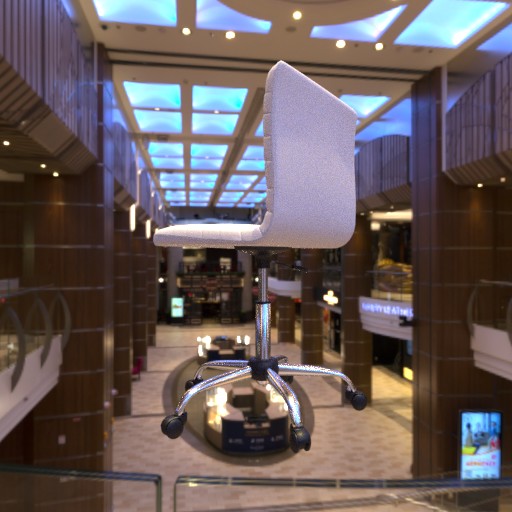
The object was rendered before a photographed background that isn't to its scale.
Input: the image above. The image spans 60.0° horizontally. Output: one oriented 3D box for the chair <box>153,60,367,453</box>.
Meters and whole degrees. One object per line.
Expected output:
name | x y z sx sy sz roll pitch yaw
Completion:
chair | 0.000 0.000 1.084 0.455 0.750 0.520 0 0 35
